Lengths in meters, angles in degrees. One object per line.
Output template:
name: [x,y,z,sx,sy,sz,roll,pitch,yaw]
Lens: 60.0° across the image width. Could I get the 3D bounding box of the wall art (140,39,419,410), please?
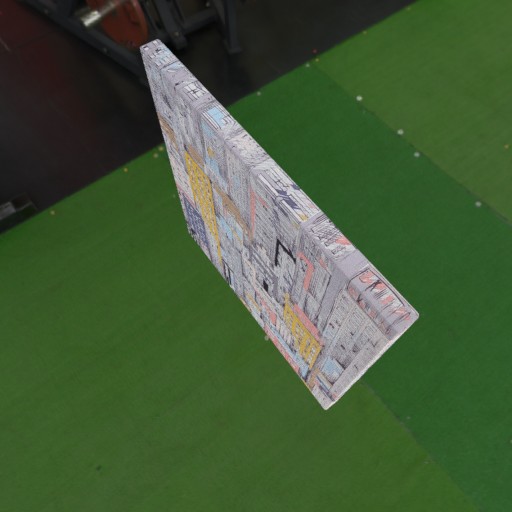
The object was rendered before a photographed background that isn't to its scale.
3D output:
wall art: [0.000,0.000,1.124,0.048,0.762,0.761,-33,67,-16]
